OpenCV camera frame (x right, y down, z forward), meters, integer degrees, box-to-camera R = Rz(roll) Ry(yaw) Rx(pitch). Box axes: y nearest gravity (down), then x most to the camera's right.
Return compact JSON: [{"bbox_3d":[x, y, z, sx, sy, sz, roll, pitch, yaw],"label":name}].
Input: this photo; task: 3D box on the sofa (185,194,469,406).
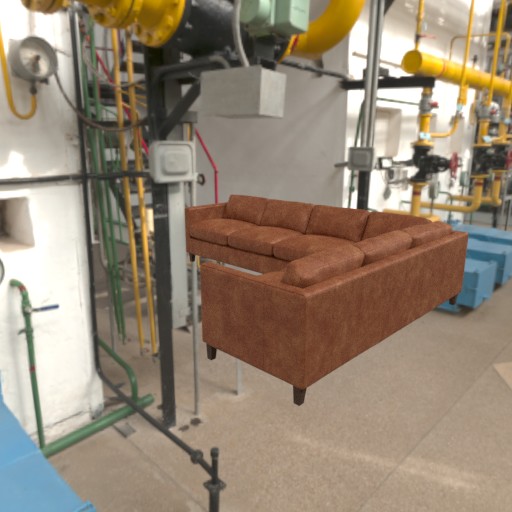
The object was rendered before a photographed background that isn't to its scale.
[{"bbox_3d":[0.000,0.000,4.373,3.167,0.838,2.438,14,20,43],"label":"sofa"}]
